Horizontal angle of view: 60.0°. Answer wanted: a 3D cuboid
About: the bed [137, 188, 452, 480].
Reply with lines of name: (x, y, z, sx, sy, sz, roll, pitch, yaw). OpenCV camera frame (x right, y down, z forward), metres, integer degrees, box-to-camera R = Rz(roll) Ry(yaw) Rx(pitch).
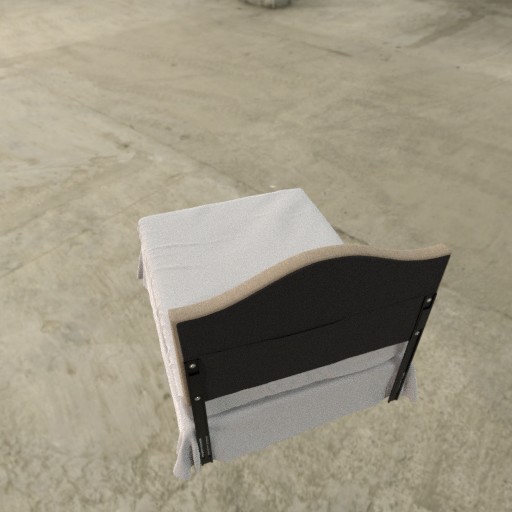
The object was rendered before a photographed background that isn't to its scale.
bed: (0.000, 0.000, 3.408, 1.876, 1.645, 2.221, -13, 42, -14)
